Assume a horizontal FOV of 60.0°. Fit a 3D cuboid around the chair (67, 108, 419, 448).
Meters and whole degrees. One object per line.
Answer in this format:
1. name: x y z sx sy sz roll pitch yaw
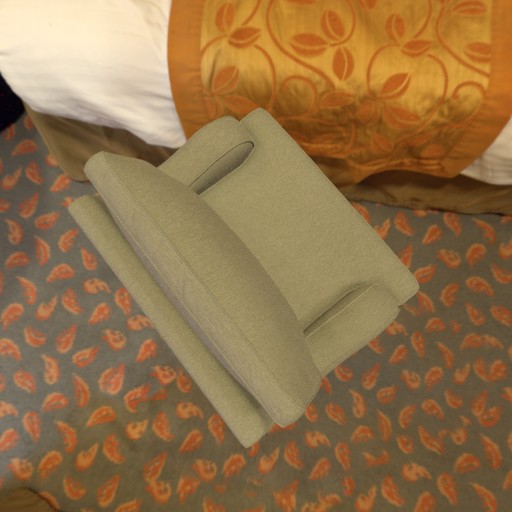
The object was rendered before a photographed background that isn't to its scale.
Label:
1. chair: 0.000 0.000 2.058 1.041 1.016 1.220 -38 80 -8
